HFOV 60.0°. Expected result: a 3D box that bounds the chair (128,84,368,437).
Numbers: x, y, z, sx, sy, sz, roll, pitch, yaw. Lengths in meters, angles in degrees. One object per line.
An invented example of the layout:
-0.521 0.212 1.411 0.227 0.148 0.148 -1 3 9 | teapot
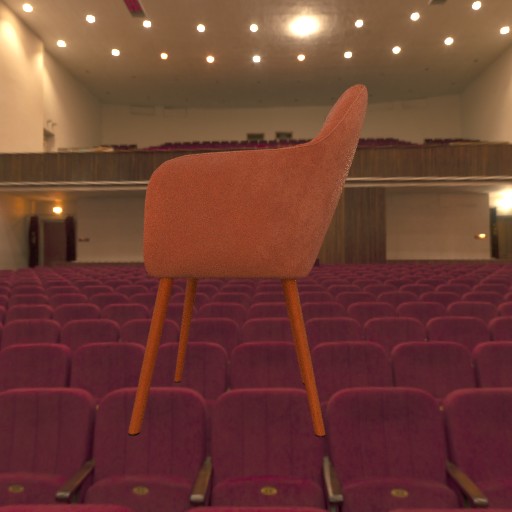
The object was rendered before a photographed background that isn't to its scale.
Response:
0.000 0.000 1.252 0.570 0.832 0.610 0 -1 2 | chair
